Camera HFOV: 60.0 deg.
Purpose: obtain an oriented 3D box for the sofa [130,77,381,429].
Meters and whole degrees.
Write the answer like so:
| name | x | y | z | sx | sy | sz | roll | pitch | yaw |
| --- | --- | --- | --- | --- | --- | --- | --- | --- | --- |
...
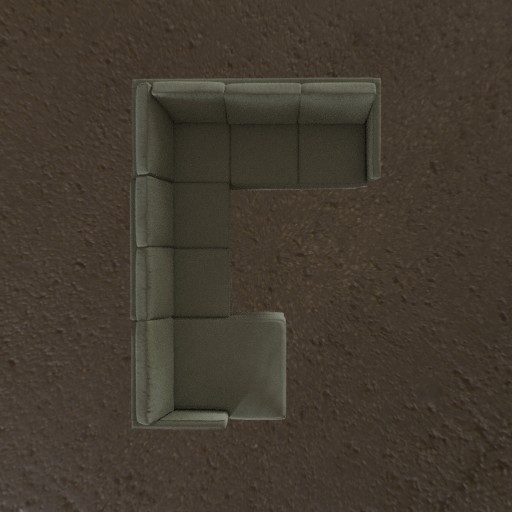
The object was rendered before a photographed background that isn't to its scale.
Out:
| name | x | y | z | sx | sy | sz | roll | pitch | yaw |
| --- | --- | --- | --- | --- | --- | --- | --- | --- | --- |
| sofa | 0.000 | 0.000 | 4.538 | 2.440 | 0.869 | 3.434 | 0 | 91 | 1 |
